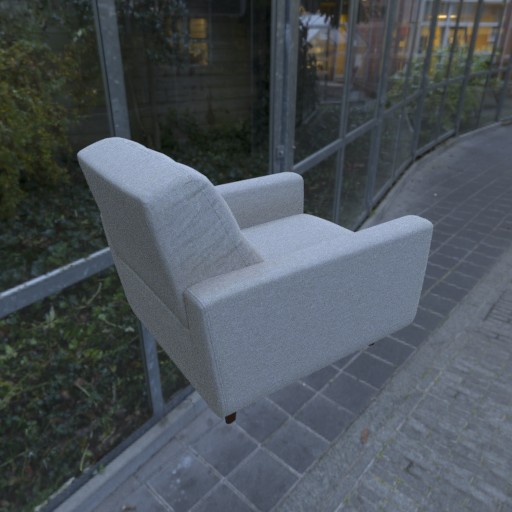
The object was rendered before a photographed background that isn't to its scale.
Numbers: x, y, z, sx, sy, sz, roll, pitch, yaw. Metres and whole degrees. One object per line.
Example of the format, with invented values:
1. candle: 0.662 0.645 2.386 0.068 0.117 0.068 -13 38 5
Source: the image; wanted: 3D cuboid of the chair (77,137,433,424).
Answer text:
1. chair: 0.000 0.000 1.825 1.128 0.965 0.897 -17 31 -31
